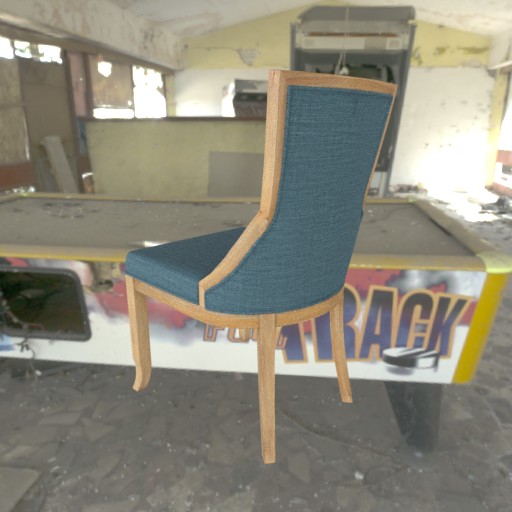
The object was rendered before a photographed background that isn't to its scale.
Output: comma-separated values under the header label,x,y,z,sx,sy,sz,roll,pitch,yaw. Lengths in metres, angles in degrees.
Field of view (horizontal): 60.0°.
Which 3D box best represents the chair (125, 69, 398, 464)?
label,x,y,z,sx,sy,sz,roll,pitch,yaw
chair,0.000,0.000,1.310,0.641,0.947,0.524,16,22,42
